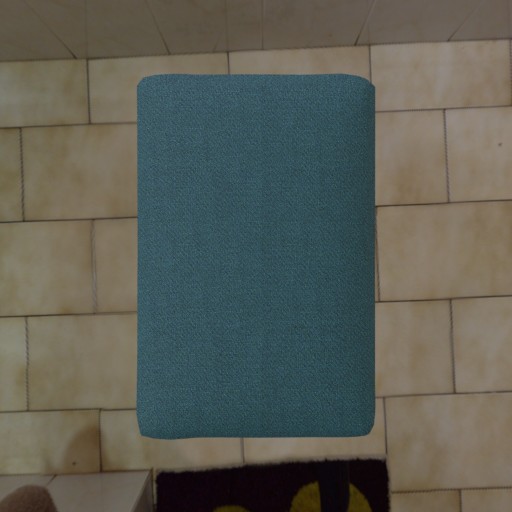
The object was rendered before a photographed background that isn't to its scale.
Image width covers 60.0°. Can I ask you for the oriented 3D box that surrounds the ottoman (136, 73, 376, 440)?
[{"bbox_3d":[0.000,0.000,1.190,0.563,0.498,0.856,0,90,0],"label":"ottoman"}]
